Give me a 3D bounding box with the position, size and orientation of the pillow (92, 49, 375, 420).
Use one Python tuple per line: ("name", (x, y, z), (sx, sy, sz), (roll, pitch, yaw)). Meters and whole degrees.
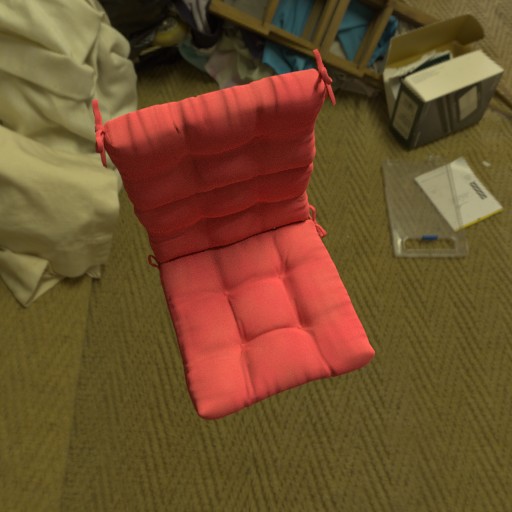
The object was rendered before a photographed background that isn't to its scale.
("pillow", (0.000, 0.000, 1.021), (0.519, 0.605, 0.571), (-17, 66, -8))
